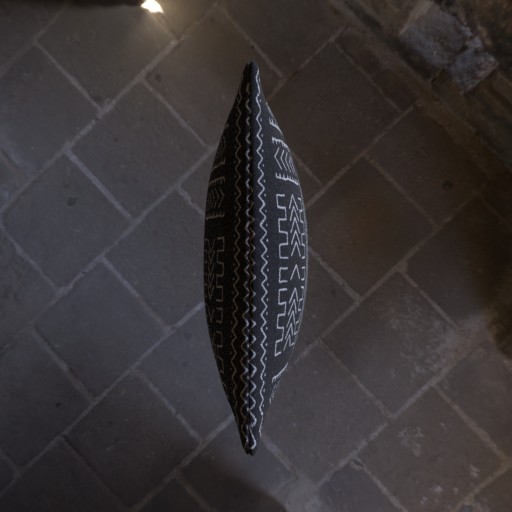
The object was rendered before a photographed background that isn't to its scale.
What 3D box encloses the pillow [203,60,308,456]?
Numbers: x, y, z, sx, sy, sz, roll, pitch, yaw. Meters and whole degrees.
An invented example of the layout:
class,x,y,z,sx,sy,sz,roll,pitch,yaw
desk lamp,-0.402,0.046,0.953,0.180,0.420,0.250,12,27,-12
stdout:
class,x,y,z,sx,sy,sz,roll,pitch,yaw
pillow,0.000,0.000,0.689,0.164,0.430,0.438,0,90,2
